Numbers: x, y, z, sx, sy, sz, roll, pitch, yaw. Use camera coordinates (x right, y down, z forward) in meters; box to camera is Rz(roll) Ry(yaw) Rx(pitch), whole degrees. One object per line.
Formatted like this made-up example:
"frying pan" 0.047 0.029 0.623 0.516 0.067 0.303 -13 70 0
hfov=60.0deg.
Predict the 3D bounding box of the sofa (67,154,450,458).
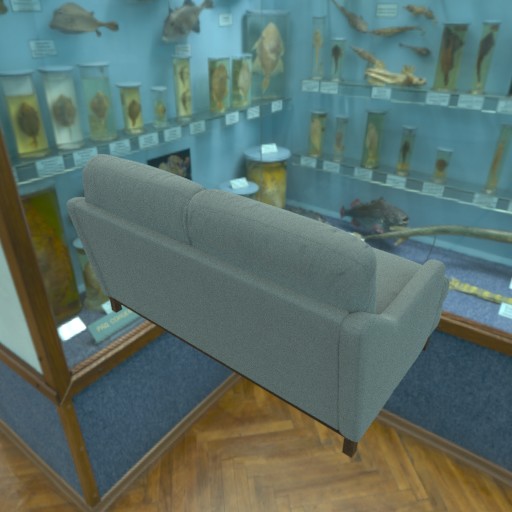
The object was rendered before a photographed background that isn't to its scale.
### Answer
"sofa" 0.000 0.000 2.140 1.589 0.921 0.987 21 36 33
